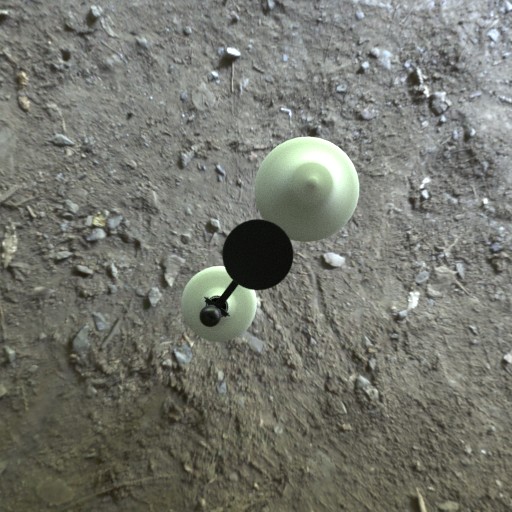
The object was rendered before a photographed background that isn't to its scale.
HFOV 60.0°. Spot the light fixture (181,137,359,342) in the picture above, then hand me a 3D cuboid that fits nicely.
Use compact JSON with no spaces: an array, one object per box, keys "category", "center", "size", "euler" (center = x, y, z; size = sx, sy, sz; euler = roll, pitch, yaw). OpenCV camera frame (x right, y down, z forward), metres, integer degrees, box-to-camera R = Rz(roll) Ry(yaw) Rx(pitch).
[{"category":"light fixture","center":[0.000,0.000,1.009],"size":[0.422,0.743,0.489],"euler":[0,90,0]}]
